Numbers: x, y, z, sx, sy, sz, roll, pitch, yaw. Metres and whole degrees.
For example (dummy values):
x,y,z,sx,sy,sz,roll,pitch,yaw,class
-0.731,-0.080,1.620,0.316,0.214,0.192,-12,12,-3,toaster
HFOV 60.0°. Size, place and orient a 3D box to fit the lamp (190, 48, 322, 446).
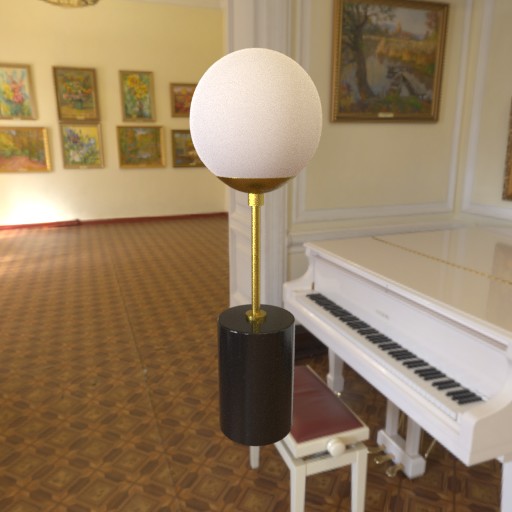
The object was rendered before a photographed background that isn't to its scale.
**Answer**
x,y,z,sx,sy,sz,roll,pitch,yaw,class
0.000,0.000,0.559,0.153,0.480,0.153,0,14,0,lamp
